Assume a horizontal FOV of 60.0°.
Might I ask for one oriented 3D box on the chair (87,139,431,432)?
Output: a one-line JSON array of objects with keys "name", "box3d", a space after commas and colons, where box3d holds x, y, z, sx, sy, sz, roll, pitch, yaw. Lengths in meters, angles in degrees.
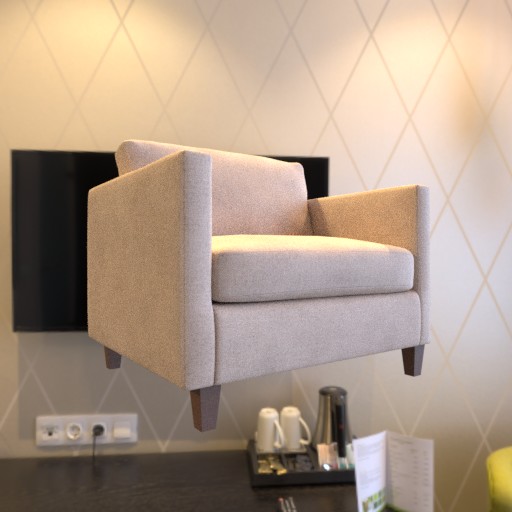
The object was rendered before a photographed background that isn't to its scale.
[{"name": "chair", "box3d": [0.000, 0.000, 1.832, 1.133, 0.961, 0.959, 0, 0, -35]}]
